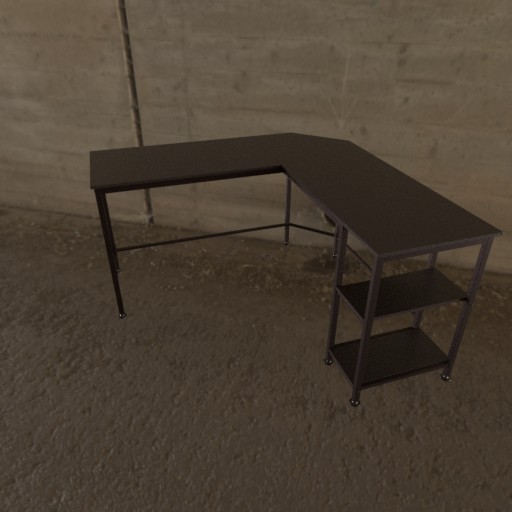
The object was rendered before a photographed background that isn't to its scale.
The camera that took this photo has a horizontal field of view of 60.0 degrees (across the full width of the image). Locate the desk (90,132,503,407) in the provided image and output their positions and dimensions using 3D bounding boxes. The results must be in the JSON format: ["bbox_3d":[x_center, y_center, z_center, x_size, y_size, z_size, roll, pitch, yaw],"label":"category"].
[{"bbox_3d":[0.000,0.000,2.127,1.379,0.739,1.379,-10,33,-15],"label":"desk"}]
